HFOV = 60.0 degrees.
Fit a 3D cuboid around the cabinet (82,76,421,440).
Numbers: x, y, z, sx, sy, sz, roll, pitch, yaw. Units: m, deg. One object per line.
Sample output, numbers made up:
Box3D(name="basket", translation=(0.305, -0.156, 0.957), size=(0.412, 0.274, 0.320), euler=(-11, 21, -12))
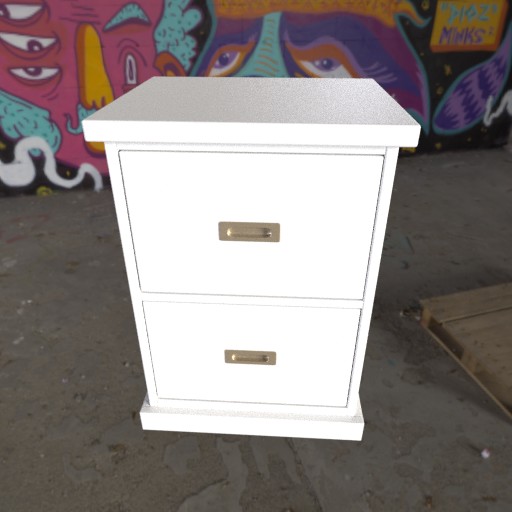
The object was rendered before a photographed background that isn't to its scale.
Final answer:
Box3D(name="cabinet", translation=(0.000, 0.000, 1.042), size=(0.520, 0.723, 0.431), euler=(2, 31, 3))
